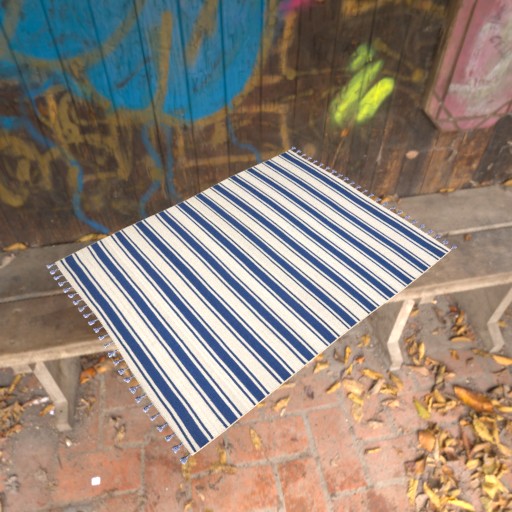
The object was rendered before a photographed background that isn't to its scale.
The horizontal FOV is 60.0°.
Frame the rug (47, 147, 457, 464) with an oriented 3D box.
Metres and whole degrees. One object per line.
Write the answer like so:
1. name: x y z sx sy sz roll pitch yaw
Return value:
1. rug: 0.000 0.000 4.507 3.416 0.016 2.471 -31 54 -26
